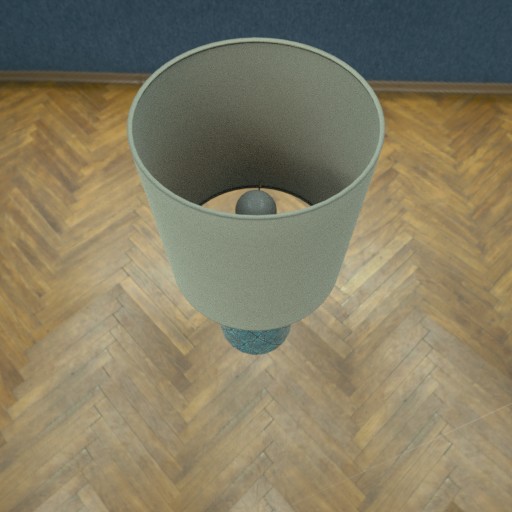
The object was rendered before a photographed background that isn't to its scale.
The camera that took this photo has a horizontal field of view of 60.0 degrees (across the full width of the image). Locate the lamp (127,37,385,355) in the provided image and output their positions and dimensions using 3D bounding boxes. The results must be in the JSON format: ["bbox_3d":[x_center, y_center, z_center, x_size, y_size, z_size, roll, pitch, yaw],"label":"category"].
[{"bbox_3d":[0.000,0.000,0.738,0.278,0.597,0.278,3,59,2],"label":"lamp"}]
